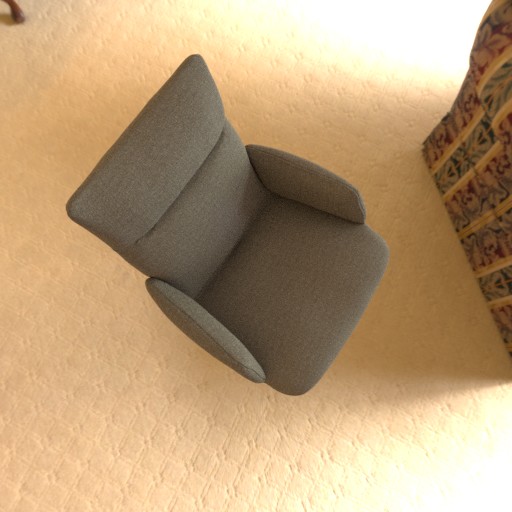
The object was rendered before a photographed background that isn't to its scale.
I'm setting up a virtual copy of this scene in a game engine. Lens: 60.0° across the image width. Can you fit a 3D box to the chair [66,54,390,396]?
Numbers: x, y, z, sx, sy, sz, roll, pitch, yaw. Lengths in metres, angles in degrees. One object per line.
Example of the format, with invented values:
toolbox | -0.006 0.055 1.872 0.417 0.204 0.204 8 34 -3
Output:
chair | 0.000 0.000 1.500 0.831 0.984 0.702 33 78 8
